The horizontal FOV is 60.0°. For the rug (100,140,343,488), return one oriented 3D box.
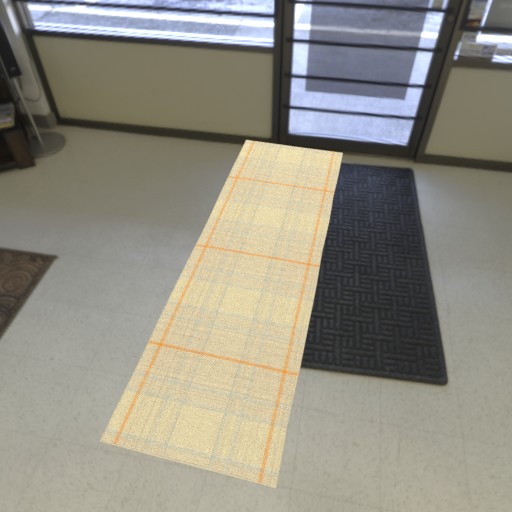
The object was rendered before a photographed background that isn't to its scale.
[{"bbox_3d":[0.000,0.000,2.643,0.770,0.016,2.442,10,47,10],"label":"rug"}]
